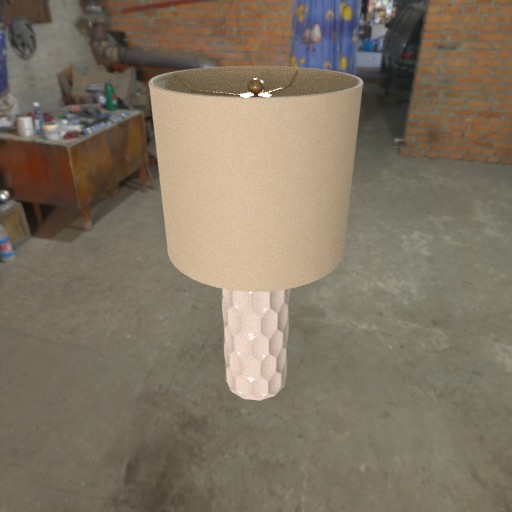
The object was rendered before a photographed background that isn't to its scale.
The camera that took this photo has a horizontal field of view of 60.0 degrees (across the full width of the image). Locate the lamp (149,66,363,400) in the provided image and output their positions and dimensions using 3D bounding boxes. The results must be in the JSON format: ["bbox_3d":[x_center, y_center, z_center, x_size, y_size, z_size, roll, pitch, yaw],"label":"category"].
[{"bbox_3d":[0.000,0.000,0.715,0.277,0.537,0.277,-12,32,-19],"label":"lamp"}]
